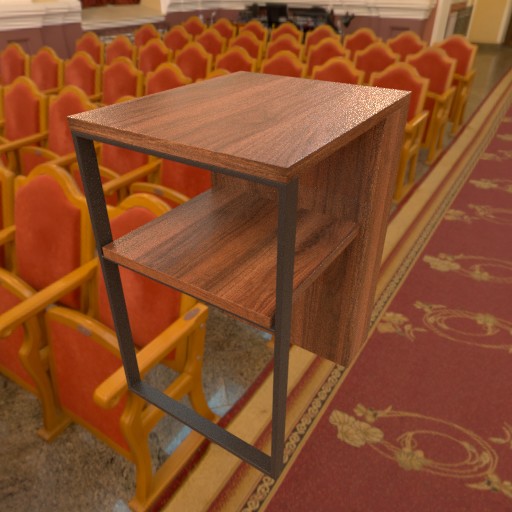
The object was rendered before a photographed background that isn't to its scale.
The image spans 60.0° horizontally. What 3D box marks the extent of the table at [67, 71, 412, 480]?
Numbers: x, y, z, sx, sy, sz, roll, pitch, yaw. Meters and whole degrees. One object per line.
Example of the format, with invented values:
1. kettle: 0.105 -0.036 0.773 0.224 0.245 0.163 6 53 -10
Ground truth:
1. table: 0.000 0.000 1.552 0.660 1.041 0.786 19 37 28
